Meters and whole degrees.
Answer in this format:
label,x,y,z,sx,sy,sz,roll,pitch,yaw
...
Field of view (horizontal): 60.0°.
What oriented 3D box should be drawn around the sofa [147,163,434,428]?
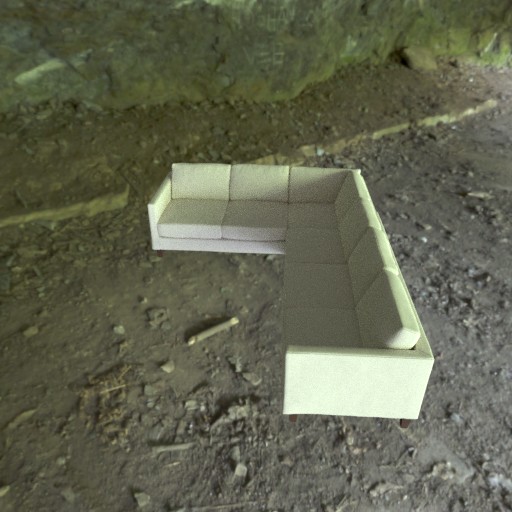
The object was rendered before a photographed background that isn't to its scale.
label,x,y,z,sx,sy,sz,roll,pitch,yaw
sofa,0.000,0.000,4.273,2.432,0.863,3.182,2,31,3
